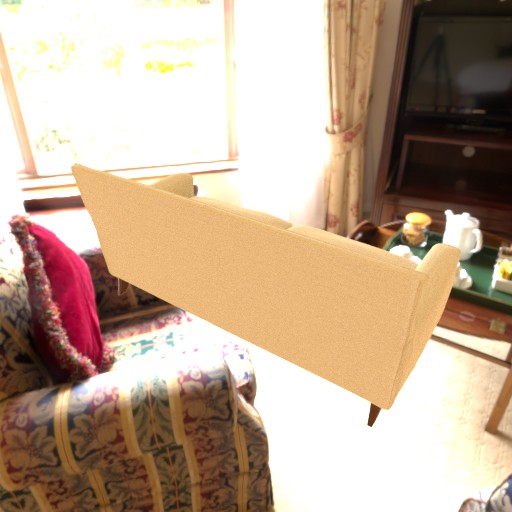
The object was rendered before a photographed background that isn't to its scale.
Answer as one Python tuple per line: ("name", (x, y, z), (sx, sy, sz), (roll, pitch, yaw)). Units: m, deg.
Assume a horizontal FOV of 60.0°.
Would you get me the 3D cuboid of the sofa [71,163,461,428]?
("sofa", (0.000, 0.000, 2.496), (2.001, 0.907, 0.841), (20, 36, 31))
